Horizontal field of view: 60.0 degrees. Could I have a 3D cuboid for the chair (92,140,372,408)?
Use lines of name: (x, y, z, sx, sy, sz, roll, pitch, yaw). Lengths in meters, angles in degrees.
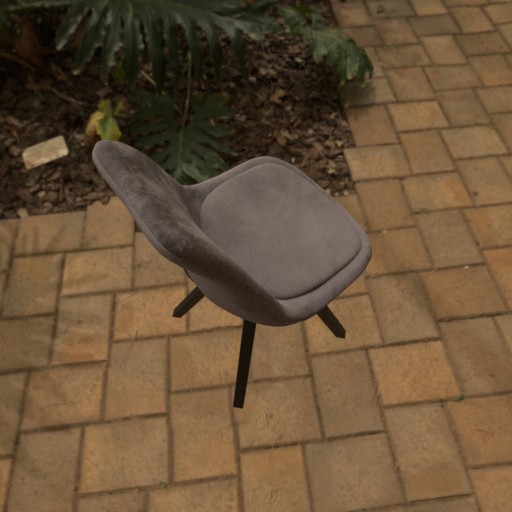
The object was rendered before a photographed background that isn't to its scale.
chair: (0.000, 0.000, 1.168, 0.550, 0.850, 0.485, -31, 62, -19)
